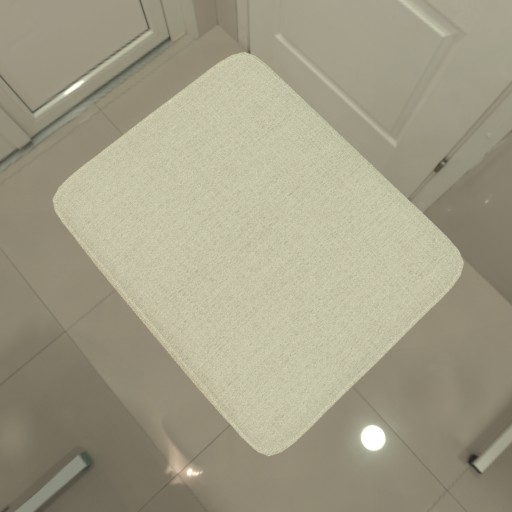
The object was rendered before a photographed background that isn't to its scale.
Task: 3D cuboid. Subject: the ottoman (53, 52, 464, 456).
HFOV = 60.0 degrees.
[{"bbox_3d":[0.000,0.000,1.112,0.589,0.537,0.738,-41,79,-9],"label":"ottoman"}]
